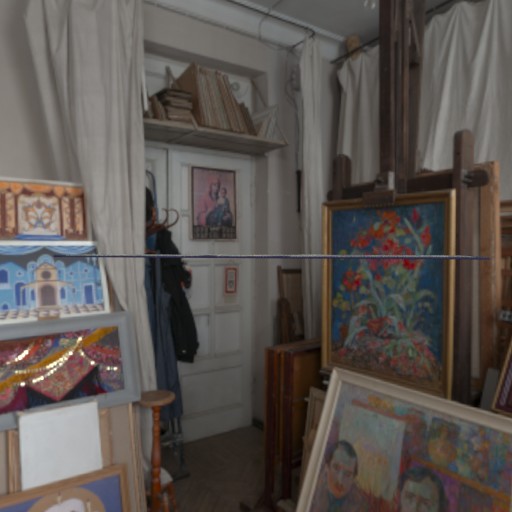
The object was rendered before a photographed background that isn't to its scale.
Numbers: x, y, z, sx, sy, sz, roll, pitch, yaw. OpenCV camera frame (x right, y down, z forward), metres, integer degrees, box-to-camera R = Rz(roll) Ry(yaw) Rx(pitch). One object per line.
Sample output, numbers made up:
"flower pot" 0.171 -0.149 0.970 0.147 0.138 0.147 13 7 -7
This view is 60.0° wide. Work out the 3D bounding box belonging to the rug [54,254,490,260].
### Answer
"rug" 0.000 0.000 2.516 2.283 0.016 0.602 0 1 18
